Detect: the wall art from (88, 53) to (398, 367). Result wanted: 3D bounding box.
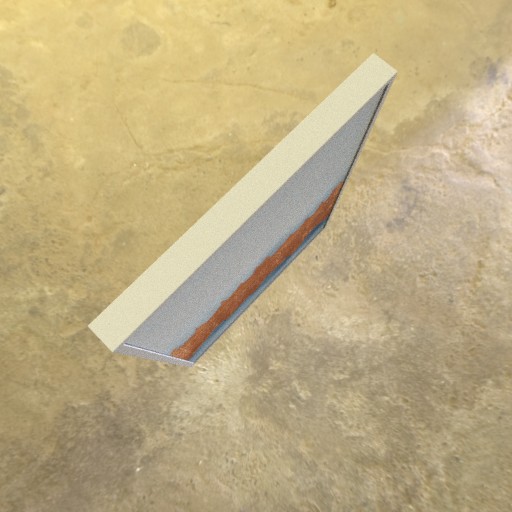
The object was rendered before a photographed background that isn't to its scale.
[{"bbox_3d":[0.000,0.000,0.753,0.039,0.553,0.451,43,79,11],"label":"wall art"}]
